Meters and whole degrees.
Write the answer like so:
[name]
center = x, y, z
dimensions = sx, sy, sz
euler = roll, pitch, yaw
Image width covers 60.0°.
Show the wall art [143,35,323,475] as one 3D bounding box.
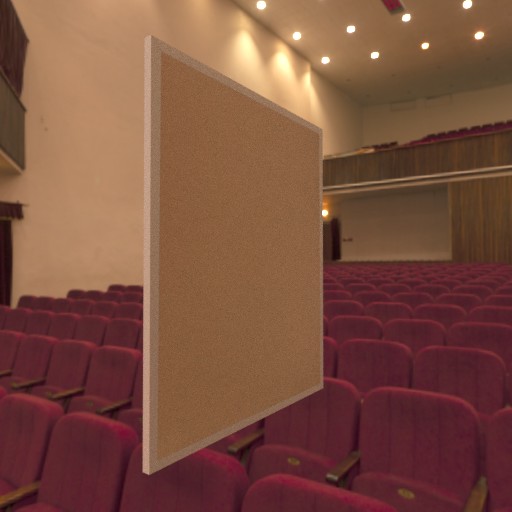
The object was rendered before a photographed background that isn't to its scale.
[wall art]
center = 0.000, 0.000, 0.760
dimensions = 0.012, 0.557, 0.482
euler = -1, -1, 35
